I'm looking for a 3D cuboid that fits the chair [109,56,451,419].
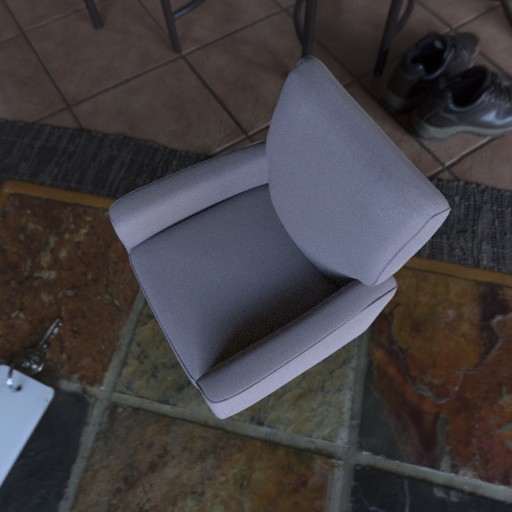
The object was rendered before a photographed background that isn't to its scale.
[{"bbox_3d":[0.000,0.000,1.649,0.859,1.023,0.845,-29,68,-13],"label":"chair"}]
